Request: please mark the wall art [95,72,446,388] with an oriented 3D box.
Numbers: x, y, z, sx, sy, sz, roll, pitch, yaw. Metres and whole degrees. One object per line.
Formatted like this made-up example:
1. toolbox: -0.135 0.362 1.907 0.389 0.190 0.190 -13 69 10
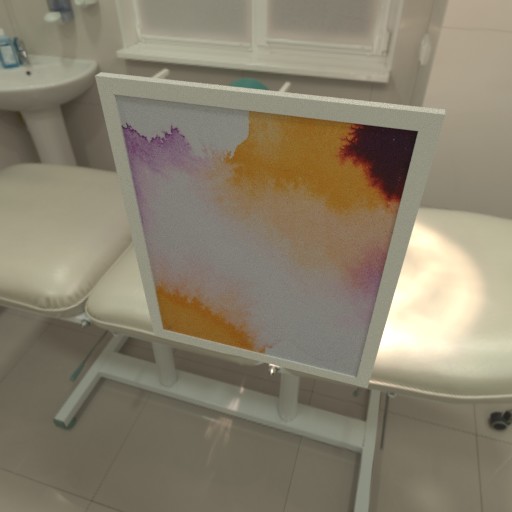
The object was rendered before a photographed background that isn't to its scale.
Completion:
1. wall art: 0.000 0.000 0.617 0.382 0.456 0.013 11 41 13
